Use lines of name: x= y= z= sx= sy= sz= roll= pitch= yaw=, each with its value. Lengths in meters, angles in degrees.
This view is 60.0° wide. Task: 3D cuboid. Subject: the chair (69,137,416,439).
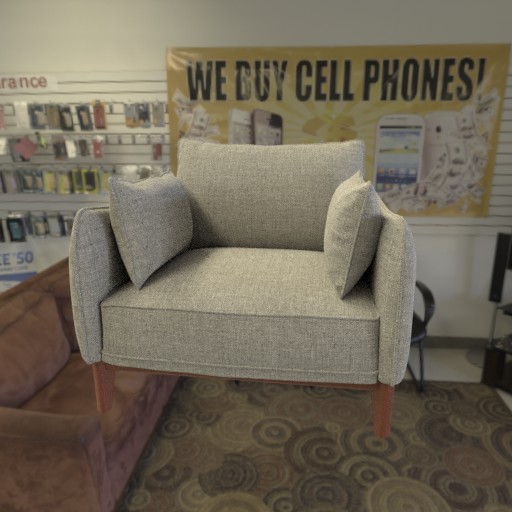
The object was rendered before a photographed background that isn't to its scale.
chair: x=0.000 y=0.000 z=1.634 sx=0.993 sy=0.839 sz=0.976 roll=2 pitch=15 yaw=8
